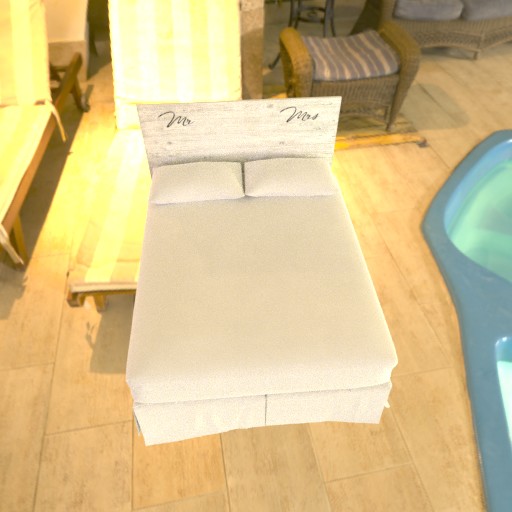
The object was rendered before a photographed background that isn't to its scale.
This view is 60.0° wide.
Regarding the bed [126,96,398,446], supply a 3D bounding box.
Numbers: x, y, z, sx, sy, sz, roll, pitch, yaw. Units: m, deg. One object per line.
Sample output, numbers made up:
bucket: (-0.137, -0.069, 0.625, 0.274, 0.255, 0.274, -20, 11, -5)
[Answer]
bed: (0.000, 0.000, 3.221, 1.745, 1.335, 2.094, -3, 47, -3)
